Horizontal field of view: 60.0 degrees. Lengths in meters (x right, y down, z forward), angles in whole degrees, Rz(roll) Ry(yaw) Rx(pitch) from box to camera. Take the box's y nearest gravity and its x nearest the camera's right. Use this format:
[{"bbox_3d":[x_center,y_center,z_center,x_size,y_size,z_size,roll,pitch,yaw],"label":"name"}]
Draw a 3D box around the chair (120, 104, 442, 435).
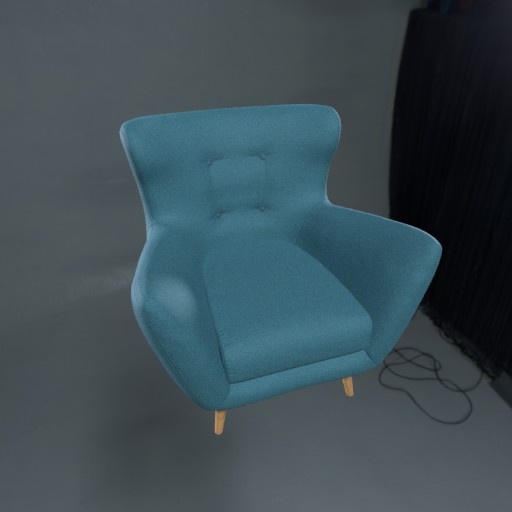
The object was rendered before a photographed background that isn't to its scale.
[{"bbox_3d":[0.000,0.000,1.582,0.890,0.889,0.889,-10,33,-16],"label":"chair"}]
